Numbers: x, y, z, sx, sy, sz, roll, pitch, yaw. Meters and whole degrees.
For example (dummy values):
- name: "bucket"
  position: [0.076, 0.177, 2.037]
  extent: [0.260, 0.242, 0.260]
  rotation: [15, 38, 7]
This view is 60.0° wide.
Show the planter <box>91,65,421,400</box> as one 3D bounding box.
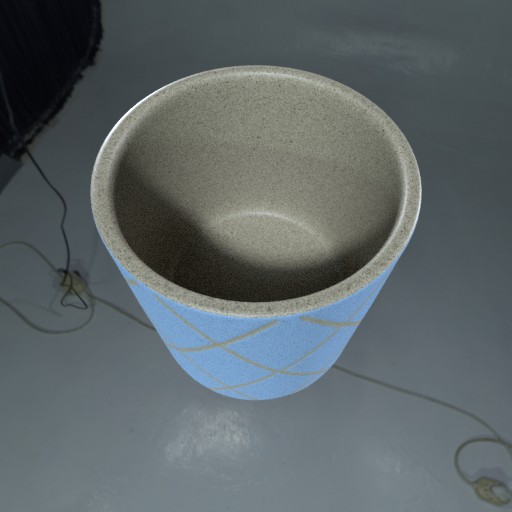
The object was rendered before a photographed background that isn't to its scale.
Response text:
- name: "planter"
  position: [0.000, 0.000, 0.343]
  extent: [0.191, 0.200, 0.191]
  rotation: [0, 59, 0]
